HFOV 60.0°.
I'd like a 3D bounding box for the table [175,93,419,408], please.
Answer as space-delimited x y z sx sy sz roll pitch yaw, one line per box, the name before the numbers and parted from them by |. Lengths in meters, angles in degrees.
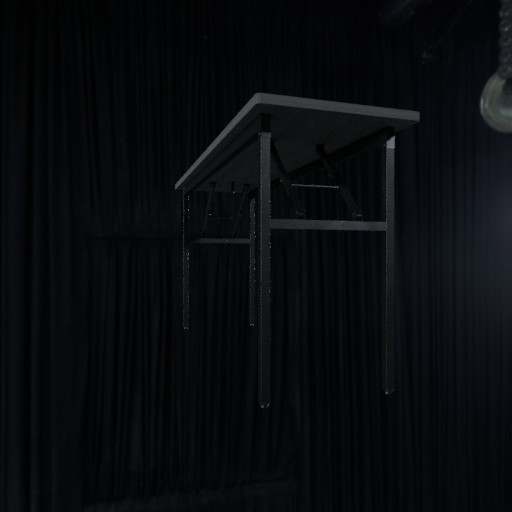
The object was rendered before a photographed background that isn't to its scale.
table | 0.000 0.000 1.749 0.449 0.750 1.399 0 0 -18
